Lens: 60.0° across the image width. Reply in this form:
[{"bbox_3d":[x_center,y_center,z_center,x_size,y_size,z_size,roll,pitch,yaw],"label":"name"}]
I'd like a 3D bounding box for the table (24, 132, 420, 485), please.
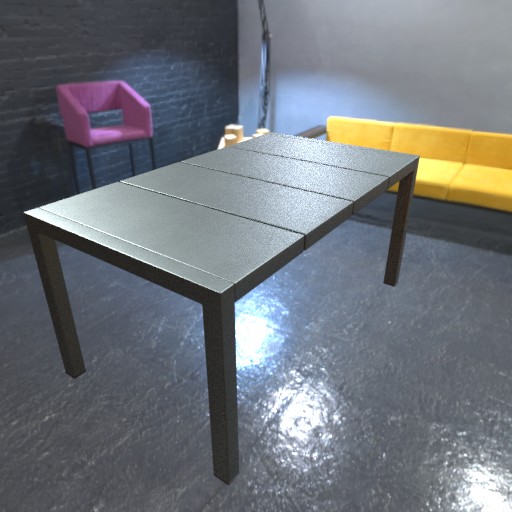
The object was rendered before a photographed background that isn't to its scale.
[{"bbox_3d":[0.000,0.000,1.274,0.559,0.460,0.965,19,33,31],"label":"table"}]
